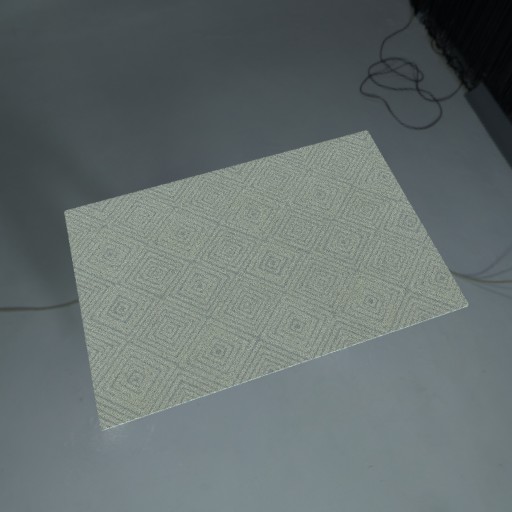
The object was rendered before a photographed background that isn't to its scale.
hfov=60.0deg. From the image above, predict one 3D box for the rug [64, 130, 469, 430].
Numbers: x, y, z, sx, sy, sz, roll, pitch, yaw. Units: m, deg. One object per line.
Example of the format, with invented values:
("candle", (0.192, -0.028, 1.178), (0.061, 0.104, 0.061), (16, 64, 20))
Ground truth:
("rug", (0.000, 0.000, 2.225), (1.753, 0.008, 1.143), (-17, 65, -8))
